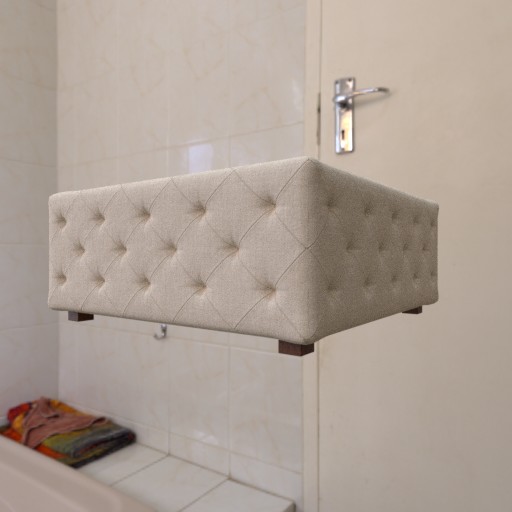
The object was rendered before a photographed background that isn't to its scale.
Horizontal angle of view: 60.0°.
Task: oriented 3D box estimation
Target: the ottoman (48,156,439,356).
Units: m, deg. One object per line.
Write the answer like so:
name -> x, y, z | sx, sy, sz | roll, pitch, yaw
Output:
ottoman -> 0.000, 0.000, 1.612 | 1.028, 0.439, 1.028 | 0, 0, 36
